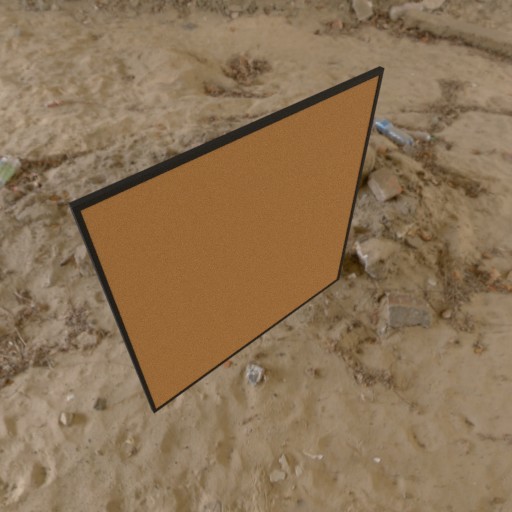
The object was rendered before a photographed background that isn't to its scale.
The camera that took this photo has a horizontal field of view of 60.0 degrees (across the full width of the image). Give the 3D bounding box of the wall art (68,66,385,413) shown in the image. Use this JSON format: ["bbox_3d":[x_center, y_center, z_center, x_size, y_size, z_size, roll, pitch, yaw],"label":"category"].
[{"bbox_3d":[0.000,0.000,0.993,0.664,0.663,0.015,-32,55,-26],"label":"wall art"}]
